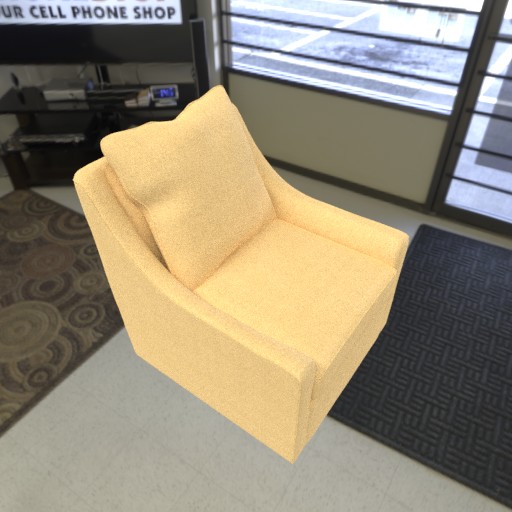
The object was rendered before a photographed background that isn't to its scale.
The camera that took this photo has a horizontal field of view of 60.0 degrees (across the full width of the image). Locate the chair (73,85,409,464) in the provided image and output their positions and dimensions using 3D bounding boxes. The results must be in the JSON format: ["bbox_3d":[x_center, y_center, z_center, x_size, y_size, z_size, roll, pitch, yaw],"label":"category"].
[{"bbox_3d":[0.000,0.000,1.600,0.876,0.927,0.760,25,47,27],"label":"chair"}]
